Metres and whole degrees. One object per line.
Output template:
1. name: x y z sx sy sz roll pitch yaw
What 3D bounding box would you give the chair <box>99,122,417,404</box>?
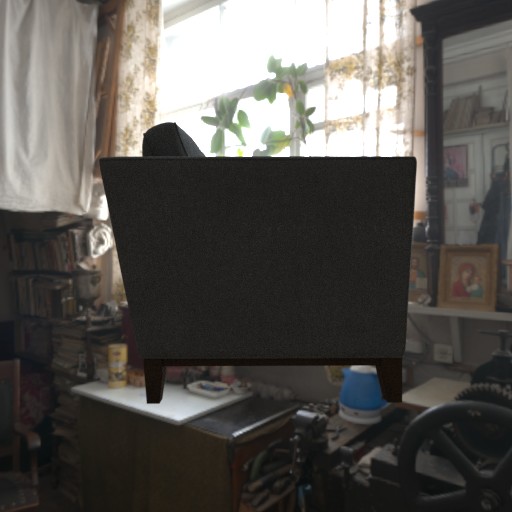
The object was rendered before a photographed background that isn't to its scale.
1. chair: 0.000 0.000 2.022 0.965 0.942 1.396 0 0 -1
